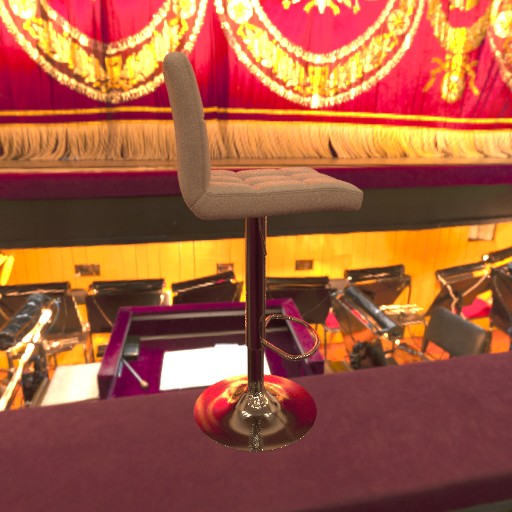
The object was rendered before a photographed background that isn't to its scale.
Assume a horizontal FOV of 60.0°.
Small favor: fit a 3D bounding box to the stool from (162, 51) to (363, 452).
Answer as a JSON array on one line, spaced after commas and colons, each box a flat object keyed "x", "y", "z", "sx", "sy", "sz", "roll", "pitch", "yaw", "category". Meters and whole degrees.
[{"x": 0.000, "y": 0.000, "z": 1.377, "sx": 0.505, "sy": 1.115, "sz": 0.430, "roll": -3, "pitch": 17, "yaw": -10, "category": "stool"}]
